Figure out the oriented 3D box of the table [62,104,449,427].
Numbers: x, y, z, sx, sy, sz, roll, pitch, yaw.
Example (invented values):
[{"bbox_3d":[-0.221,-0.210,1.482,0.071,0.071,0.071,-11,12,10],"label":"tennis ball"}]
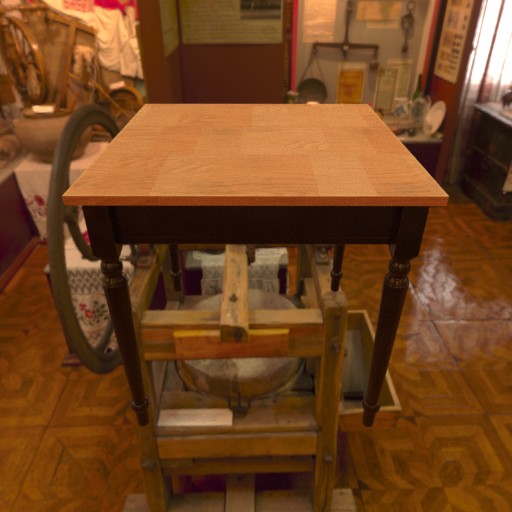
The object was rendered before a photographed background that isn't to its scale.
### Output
[{"bbox_3d":[0.000,0.000,1.366,0.747,0.738,0.747,0,32,0],"label":"table"}]
